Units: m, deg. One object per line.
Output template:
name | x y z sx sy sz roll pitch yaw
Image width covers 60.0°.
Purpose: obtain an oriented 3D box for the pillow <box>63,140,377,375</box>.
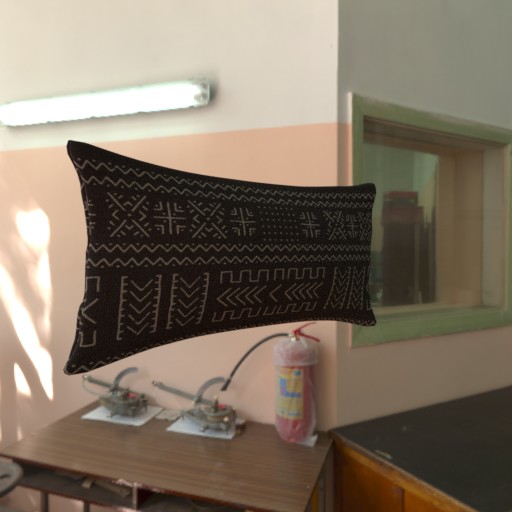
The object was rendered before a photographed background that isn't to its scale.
pillow | 0.000 0.000 0.803 0.667 0.322 0.135 -1 1 -37
